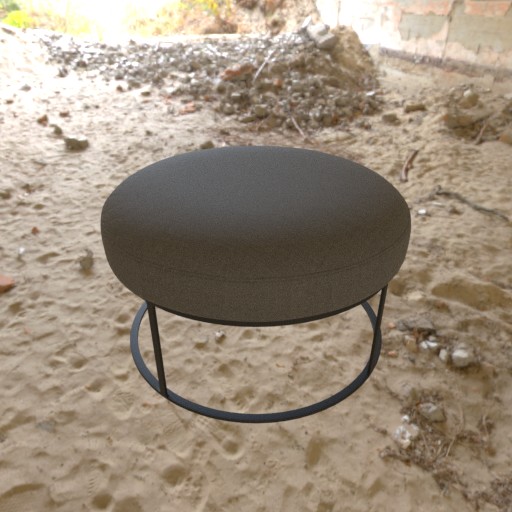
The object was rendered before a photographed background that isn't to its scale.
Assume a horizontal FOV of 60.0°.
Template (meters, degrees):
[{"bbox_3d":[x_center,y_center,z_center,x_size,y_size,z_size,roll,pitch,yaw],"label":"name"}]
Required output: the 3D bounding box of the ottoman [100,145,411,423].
[{"bbox_3d":[0.000,0.000,1.211,0.772,0.460,0.772,0,30,0],"label":"ottoman"}]
